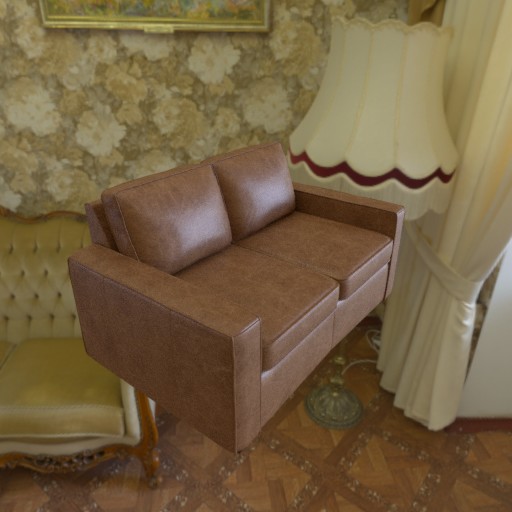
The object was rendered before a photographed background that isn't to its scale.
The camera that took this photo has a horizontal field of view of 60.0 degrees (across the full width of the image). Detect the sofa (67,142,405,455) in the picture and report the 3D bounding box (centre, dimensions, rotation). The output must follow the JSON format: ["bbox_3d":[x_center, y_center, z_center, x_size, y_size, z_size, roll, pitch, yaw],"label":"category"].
[{"bbox_3d":[0.000,0.000,2.272,1.020,0.896,1.532,19,32,33],"label":"sofa"}]
